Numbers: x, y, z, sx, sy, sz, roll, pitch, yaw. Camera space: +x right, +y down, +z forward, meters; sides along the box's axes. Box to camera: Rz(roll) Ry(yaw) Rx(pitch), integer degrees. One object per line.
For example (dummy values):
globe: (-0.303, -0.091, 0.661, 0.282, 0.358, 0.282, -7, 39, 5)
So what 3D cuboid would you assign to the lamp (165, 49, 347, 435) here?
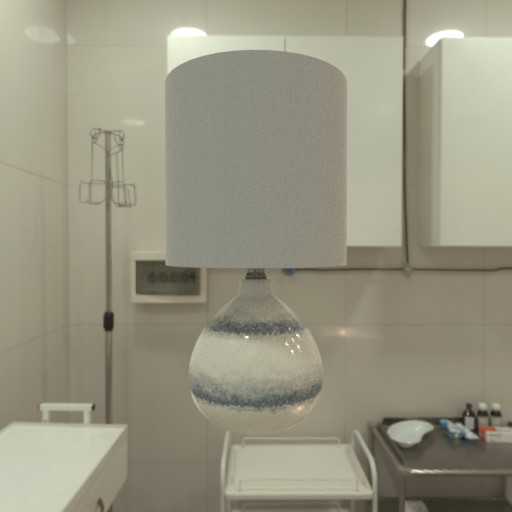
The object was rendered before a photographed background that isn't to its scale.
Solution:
lamp: (0.000, 0.000, 0.541, 0.216, 0.404, 0.216, 0, 1, 0)
